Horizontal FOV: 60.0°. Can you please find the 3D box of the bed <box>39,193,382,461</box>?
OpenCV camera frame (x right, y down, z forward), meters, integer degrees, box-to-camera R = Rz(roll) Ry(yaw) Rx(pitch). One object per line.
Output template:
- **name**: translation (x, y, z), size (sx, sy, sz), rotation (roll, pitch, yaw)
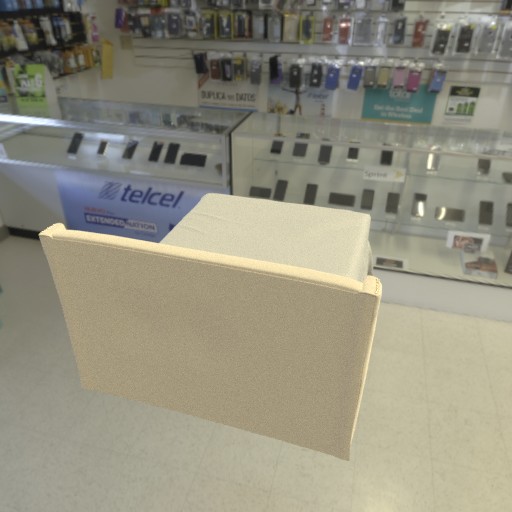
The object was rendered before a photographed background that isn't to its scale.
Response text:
- **bed**: translation (0.000, 0.000, 3.524), size (1.925, 1.332, 2.276), rotation (10, 34, 15)
